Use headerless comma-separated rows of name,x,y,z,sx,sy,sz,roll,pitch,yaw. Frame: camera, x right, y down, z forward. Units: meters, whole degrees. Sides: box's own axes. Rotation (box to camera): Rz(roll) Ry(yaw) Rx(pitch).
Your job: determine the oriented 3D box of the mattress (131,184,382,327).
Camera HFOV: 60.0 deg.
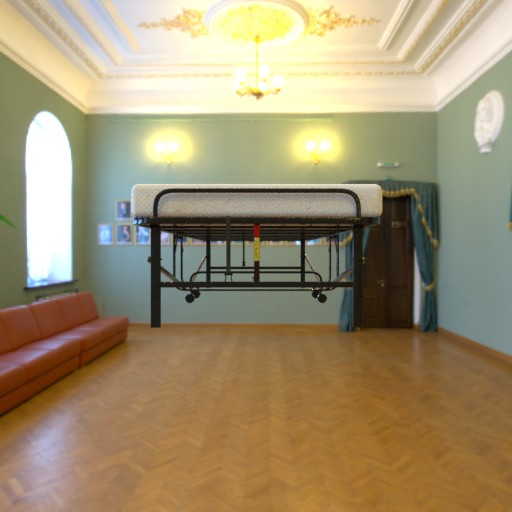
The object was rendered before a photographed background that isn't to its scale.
mattress,0.000,0.000,2.587,0.922,0.519,2.153,0,0,0
